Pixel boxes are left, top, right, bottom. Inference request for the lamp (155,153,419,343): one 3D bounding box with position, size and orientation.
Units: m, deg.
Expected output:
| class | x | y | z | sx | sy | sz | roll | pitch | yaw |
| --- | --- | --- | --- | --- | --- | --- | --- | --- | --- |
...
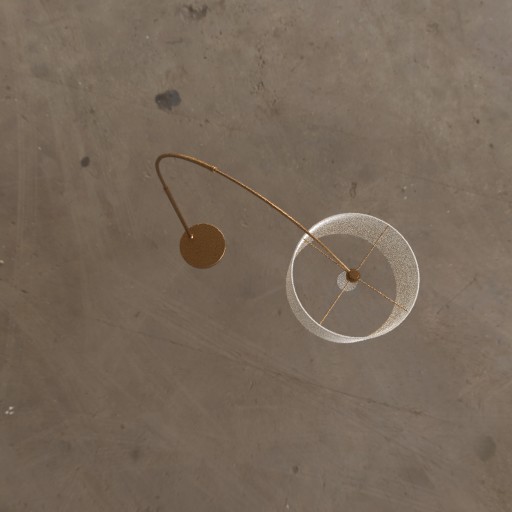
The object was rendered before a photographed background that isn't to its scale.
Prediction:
| class | x | y | z | sx | sy | sz | roll | pitch | yaw |
| --- | --- | --- | --- | --- | --- | --- | --- | --- | --- |
| lamp | 0.000 | 0.000 | 2.580 | 1.434 | 1.927 | 0.493 | 36 | 79 | 8 |
